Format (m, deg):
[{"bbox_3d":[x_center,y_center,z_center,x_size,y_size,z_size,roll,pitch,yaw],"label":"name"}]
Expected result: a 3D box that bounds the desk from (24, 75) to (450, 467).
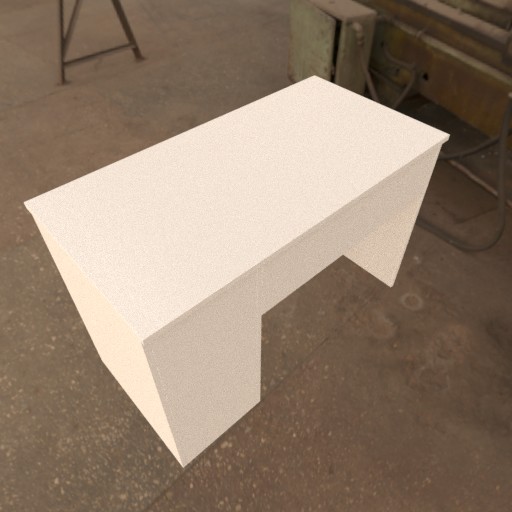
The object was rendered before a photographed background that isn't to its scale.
[{"bbox_3d":[0.000,0.000,1.510,1.097,0.735,0.560,-33,55,-28],"label":"desk"}]
